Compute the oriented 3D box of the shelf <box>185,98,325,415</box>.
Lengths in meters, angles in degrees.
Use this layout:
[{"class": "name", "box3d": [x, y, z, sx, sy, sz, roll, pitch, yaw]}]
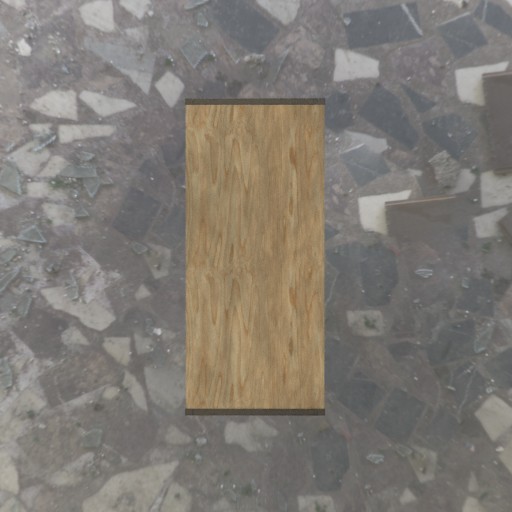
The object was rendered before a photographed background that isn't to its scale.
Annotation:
[{"class": "shelf", "box3d": [0.000, 0.000, 2.122, 0.386, 1.803, 0.874, 0, 90, 0]}]
